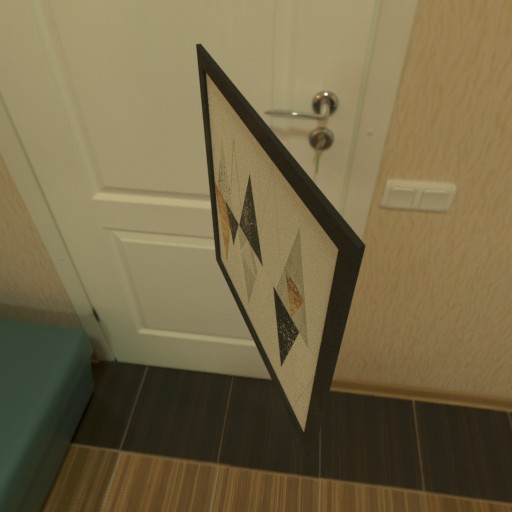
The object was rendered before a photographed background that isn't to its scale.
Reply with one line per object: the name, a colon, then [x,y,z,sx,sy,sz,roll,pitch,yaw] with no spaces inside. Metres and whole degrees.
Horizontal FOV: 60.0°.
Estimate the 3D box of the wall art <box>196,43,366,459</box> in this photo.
wall art: [0.000,0.000,1.201,0.013,0.823,0.823,-16,48,-15]
